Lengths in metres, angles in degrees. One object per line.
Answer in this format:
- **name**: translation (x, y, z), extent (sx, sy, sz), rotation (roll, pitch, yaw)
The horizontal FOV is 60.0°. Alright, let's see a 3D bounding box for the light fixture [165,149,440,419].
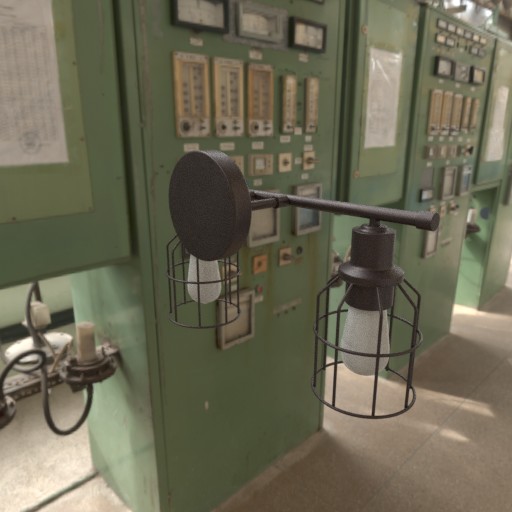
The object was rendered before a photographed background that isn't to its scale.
- **light fixture**: translation (0.000, 0.000, 0.536), extent (0.165, 0.254, 0.406), rotation (-15, 22, -42)
